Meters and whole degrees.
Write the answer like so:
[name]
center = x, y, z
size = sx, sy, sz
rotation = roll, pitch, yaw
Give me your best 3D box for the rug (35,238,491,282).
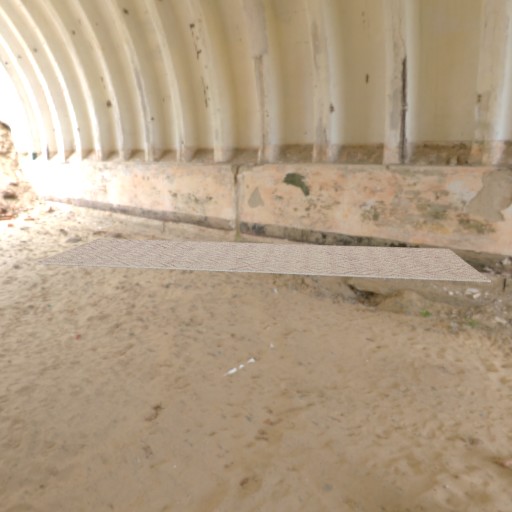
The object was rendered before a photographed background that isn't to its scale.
[rug]
center = 0.000, 0.000, 2.701
size = 2.435, 0.009, 0.750
rotation = 2, 13, 8
